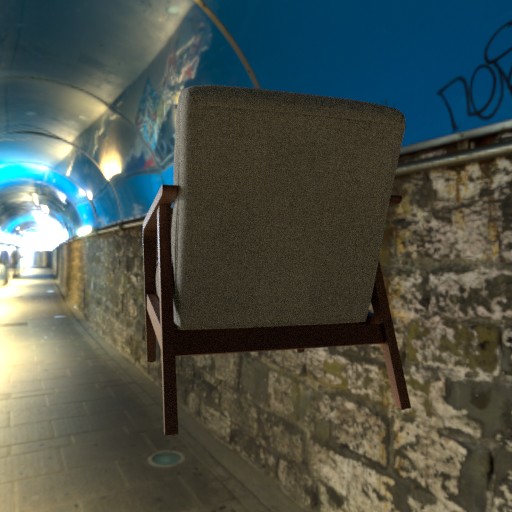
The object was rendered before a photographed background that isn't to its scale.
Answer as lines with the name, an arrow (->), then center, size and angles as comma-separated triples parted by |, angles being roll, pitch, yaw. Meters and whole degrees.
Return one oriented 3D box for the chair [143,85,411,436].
chair -> 0.000, 0.000, 1.479 | 0.704, 0.847, 0.858 | 0, 0, -16
